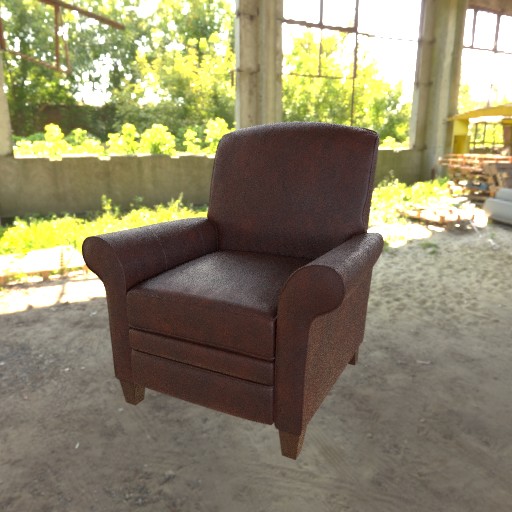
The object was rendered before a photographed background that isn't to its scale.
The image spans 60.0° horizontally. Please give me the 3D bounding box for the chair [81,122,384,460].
[{"bbox_3d":[0.000,0.000,1.775,0.978,1.061,0.902,7,16,26],"label":"chair"}]
